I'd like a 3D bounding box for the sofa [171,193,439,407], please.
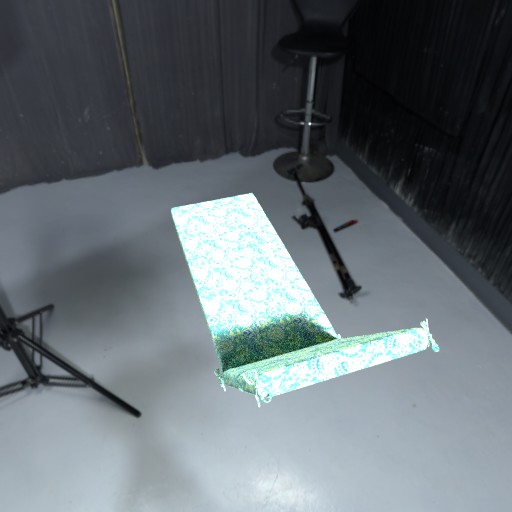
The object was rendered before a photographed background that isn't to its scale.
[{"bbox_3d":[0.000,0.000,1.946,0.582,0.622,1.663,-13,43,-14],"label":"sofa"}]
